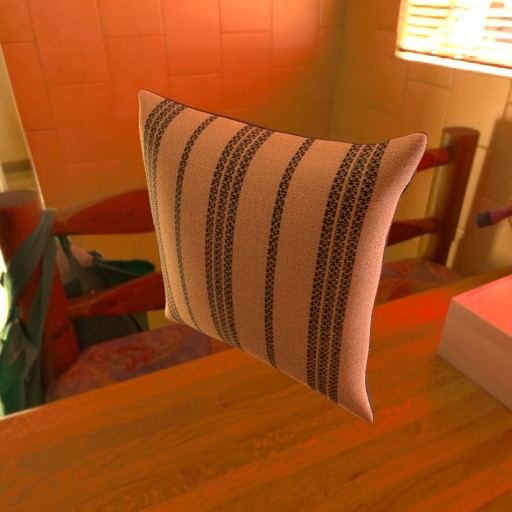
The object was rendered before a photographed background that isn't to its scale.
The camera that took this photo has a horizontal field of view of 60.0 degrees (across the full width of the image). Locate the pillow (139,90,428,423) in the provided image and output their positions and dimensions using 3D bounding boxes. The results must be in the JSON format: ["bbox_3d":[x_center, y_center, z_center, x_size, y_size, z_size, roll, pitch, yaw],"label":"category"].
[{"bbox_3d":[0.000,0.000,0.623,0.405,0.406,0.173,20,36,30],"label":"pillow"}]
